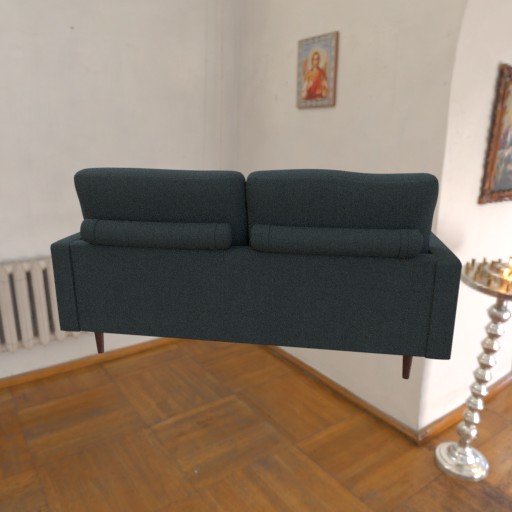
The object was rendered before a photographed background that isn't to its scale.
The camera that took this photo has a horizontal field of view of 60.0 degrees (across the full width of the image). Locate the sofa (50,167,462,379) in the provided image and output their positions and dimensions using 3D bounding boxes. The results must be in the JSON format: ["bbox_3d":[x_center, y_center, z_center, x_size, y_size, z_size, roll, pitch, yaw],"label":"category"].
[{"bbox_3d":[0.000,0.000,2.576,2.010,1.050,0.966,3,16,9],"label":"sofa"}]
